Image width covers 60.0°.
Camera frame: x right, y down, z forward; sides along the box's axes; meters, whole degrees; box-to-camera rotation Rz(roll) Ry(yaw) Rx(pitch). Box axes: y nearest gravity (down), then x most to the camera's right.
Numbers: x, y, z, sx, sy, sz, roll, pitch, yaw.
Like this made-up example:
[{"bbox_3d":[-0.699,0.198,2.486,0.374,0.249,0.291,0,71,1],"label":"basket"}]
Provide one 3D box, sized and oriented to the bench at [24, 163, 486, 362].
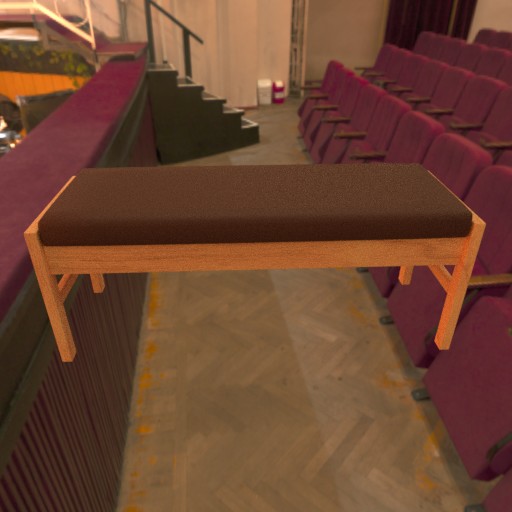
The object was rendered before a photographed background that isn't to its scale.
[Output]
[{"bbox_3d":[0.000,0.000,1.425,1.200,0.480,0.405,-1,31,-2],"label":"bench"}]
